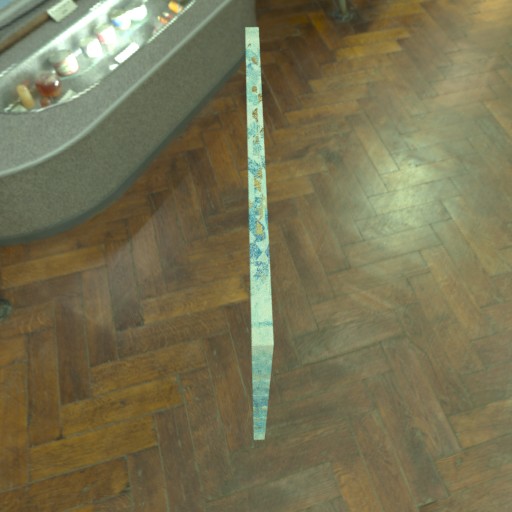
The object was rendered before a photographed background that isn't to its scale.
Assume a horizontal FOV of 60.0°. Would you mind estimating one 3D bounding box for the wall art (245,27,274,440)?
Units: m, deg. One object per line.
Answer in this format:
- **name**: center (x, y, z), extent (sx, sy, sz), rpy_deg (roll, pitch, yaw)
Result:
- **wall art**: center (0.000, 0.000, 1.369), extent (0.040, 0.916, 0.916), rpy_deg (-1, 58, -1)
